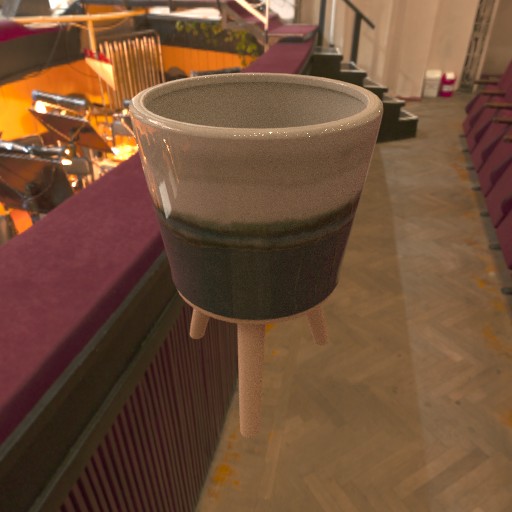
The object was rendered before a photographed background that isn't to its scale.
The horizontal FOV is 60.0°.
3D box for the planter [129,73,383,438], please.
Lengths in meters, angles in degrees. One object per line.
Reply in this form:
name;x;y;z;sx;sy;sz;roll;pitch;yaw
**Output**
planter;0.000;0.000;0.474;0.217;0.331;0.217;9;34;14
